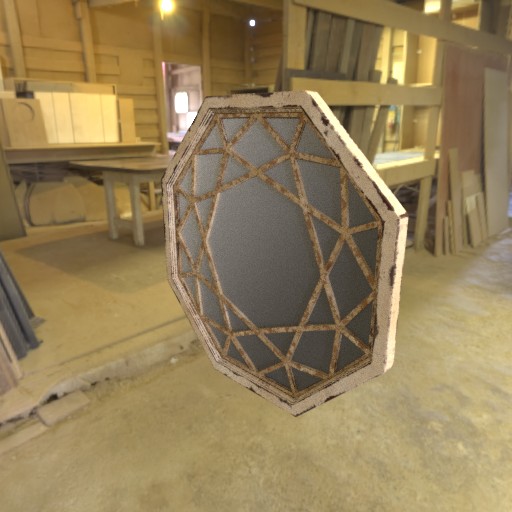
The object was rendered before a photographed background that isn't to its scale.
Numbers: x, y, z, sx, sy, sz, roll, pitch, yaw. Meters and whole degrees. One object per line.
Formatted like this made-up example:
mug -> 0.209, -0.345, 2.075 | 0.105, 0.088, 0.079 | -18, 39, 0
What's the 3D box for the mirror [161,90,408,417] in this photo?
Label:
mirror -> 0.000, 0.000, 0.942 | 0.031, 0.648, 0.648 | -16, 23, -42
